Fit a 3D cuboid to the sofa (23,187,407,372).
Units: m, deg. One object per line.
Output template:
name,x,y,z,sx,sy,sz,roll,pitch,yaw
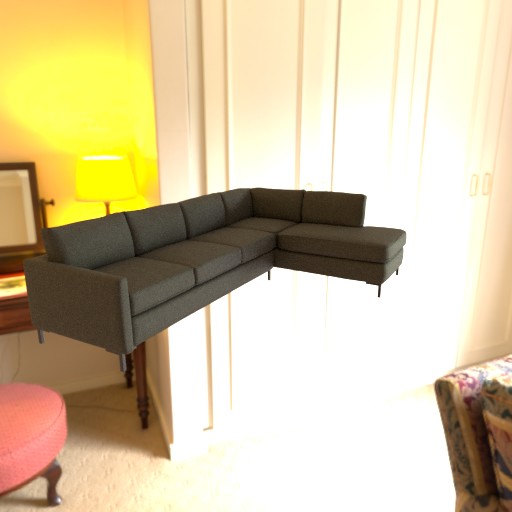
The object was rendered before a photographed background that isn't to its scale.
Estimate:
sofa,0.000,0.000,3.809,1.984,0.858,2.972,8,17,28
